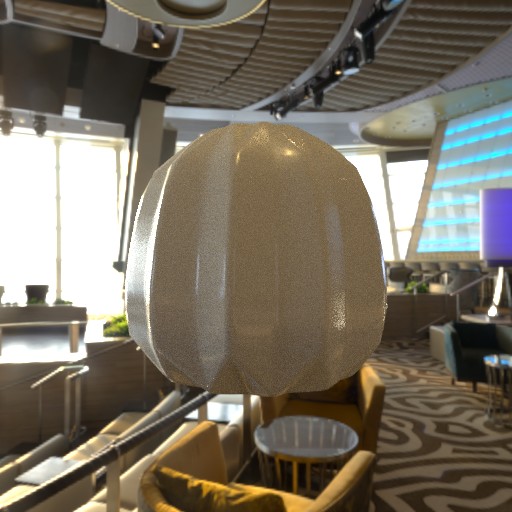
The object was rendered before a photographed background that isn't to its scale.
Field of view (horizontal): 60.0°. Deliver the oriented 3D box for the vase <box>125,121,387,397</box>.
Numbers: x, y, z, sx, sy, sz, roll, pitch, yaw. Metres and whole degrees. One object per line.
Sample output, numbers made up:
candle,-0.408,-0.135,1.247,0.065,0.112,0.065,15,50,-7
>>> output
vase,0.000,0.000,0.244,0.139,0.134,0.139,0,-1,0
